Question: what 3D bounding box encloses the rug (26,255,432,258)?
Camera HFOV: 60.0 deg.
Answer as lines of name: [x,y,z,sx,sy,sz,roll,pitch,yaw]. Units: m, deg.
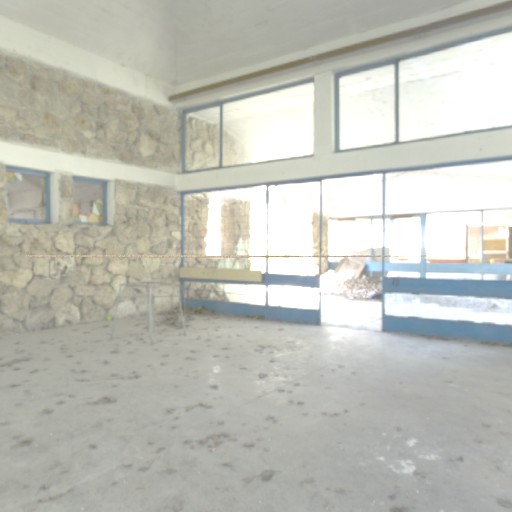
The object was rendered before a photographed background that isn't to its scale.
rug: [0.000,0.000,4.288,2.448,0.013,3.205,0,0,36]
